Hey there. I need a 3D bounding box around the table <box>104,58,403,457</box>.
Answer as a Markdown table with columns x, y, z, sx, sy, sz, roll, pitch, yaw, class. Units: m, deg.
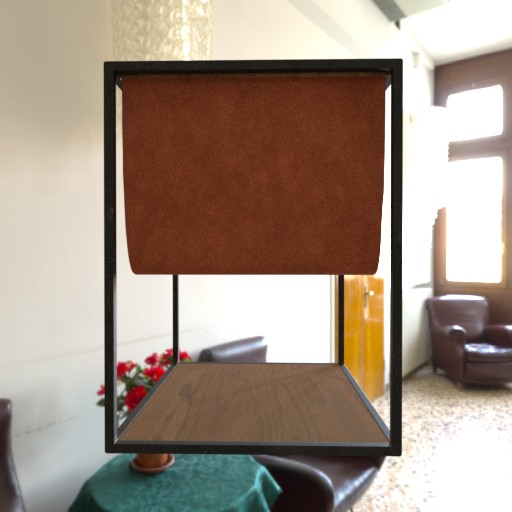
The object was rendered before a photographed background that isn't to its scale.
| x | y | z | sx | sy | sz | roll | pitch | yaw | class |
| --- | --- | --- | --- | --- | --- | --- | --- | --- | --- |
| 0.000 | 0.000 | 0.817 | 0.399 | 0.536 | 0.450 | 0 | 0 | 1 | table |
